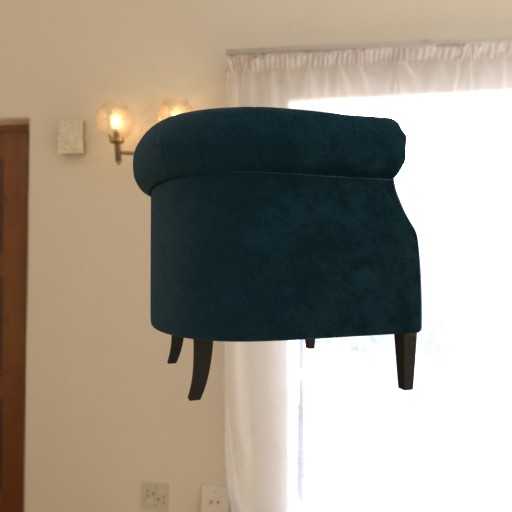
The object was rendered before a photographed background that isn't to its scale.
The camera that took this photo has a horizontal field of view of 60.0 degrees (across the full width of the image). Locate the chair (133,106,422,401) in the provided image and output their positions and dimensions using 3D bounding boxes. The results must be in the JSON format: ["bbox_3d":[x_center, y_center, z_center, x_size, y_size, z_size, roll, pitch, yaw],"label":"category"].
[{"bbox_3d":[0.000,0.000,1.585,0.851,0.826,0.904,0,-1,-18],"label":"chair"}]
